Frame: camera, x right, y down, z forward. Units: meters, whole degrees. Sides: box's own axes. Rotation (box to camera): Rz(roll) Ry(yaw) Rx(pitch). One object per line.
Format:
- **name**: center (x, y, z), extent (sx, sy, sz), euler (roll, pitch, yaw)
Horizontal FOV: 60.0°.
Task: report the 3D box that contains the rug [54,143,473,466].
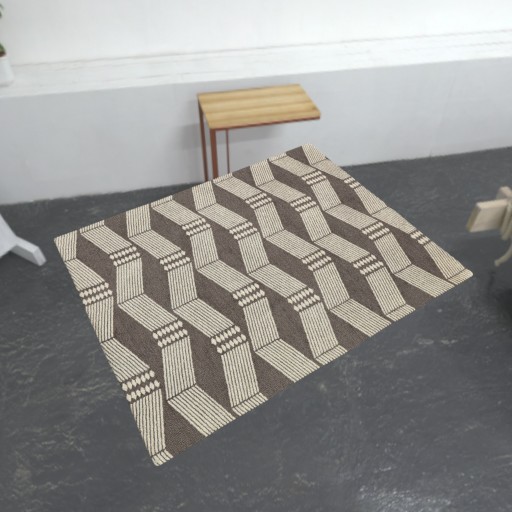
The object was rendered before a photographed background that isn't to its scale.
- **rug**: center (0.000, 0.000, 4.086), extent (3.048, 0.016, 2.438), euler (-25, 52, -21)
